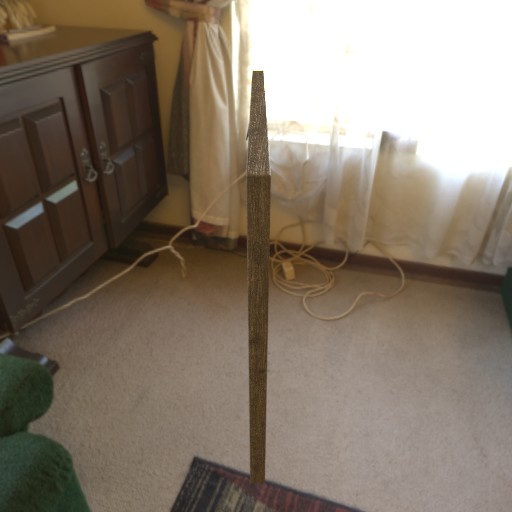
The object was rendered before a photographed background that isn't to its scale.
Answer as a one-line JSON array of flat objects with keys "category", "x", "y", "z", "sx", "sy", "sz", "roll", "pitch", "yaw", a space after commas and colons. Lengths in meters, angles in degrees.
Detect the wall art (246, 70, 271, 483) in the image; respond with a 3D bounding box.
[{"category": "wall art", "x": 0.000, "y": 0.000, "z": 0.689, "sx": 0.027, "sy": 0.459, "sz": 0.462, "roll": 0, "pitch": 33, "yaw": 0}]
